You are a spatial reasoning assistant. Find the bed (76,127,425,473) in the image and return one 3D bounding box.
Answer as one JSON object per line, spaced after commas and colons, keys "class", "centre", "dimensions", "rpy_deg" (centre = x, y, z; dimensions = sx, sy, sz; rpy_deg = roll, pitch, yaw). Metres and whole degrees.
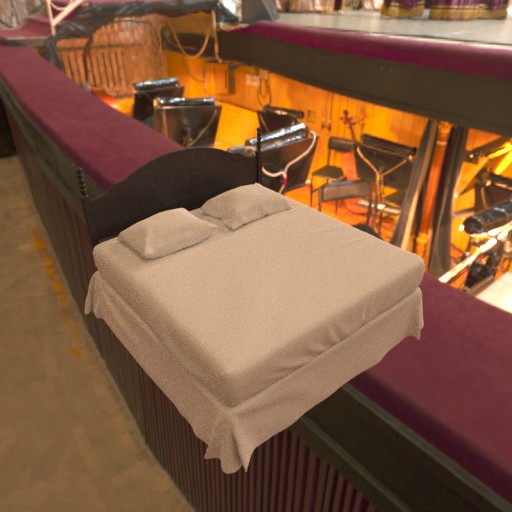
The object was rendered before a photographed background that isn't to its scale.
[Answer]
{"class": "bed", "centre": [0.000, 0.000, 3.651], "dimensions": [2.322, 1.355, 2.219], "rpy_deg": [-23, 38, -33]}
